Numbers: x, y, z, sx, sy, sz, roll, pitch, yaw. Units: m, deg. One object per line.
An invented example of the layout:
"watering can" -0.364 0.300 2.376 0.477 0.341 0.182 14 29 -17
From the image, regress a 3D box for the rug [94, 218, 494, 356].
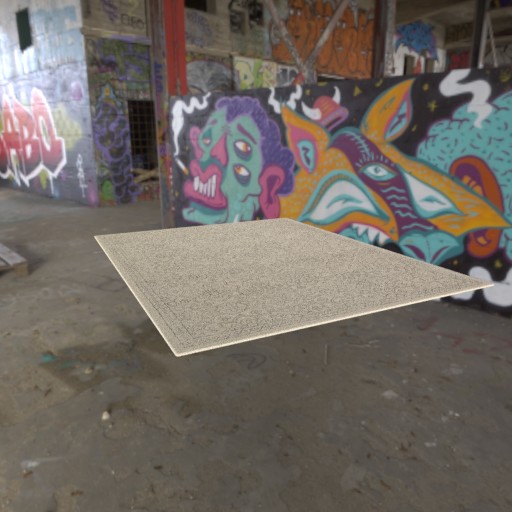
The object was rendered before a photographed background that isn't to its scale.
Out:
"rug" 0.000 0.000 4.082 2.441 0.015 3.050 -8 17 -26
